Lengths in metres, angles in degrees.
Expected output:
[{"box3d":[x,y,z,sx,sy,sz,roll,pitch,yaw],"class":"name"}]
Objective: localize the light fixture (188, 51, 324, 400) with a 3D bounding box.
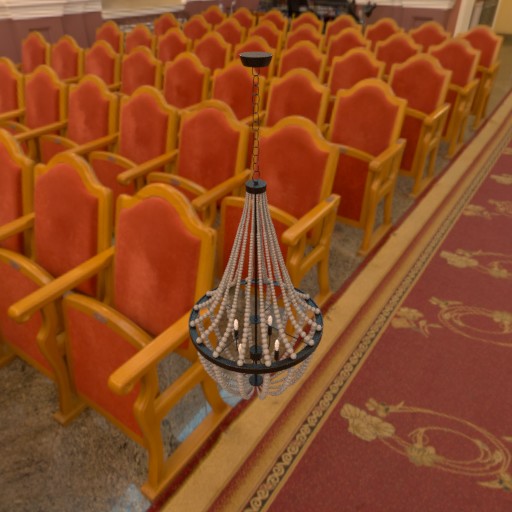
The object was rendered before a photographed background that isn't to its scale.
[{"box3d":[0.000,0.000,1.352,0.450,1.133,0.450,0,33,0],"class":"light fixture"}]
